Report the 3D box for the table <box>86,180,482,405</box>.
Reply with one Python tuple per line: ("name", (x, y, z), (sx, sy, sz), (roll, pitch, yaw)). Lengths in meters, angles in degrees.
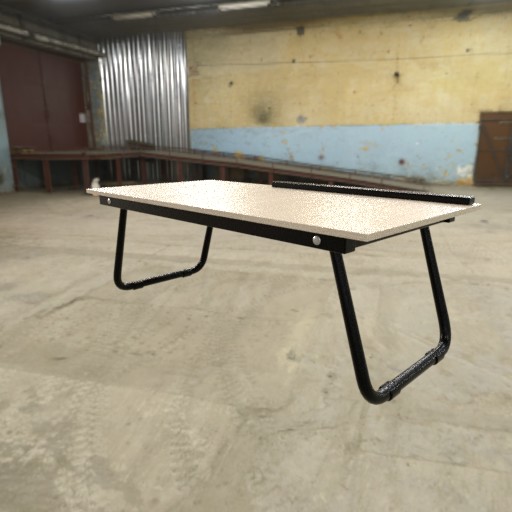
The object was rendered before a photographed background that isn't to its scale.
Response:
("table", (0.000, 0.000, 0.805), (0.322, 0.242, 0.644), (-14, 20, -43))
